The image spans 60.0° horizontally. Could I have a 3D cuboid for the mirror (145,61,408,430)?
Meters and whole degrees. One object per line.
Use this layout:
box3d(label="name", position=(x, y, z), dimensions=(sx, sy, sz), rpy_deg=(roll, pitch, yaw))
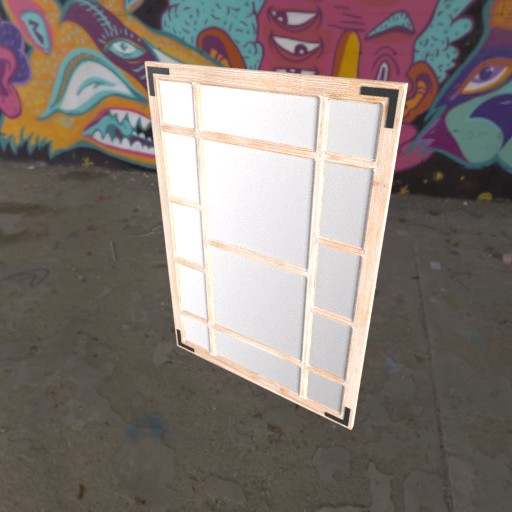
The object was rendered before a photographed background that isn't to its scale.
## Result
box3d(label="mirror", position=(0.000, 0.000, 1.280), dimensions=(0.705, 0.996, 0.025), rpy_deg=(18, 34, 28))
